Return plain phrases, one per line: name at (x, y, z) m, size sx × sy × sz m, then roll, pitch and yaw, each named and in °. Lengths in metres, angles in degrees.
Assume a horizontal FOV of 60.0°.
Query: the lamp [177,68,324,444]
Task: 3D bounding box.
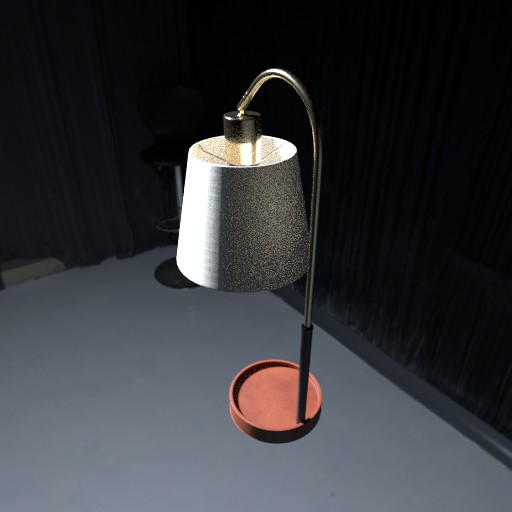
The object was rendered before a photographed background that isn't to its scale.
lamp at (0.000, 0.000, 0.669) m, size 0.211 × 0.536 × 0.273 m, roll -19°, pitch 35°, yaw -29°
